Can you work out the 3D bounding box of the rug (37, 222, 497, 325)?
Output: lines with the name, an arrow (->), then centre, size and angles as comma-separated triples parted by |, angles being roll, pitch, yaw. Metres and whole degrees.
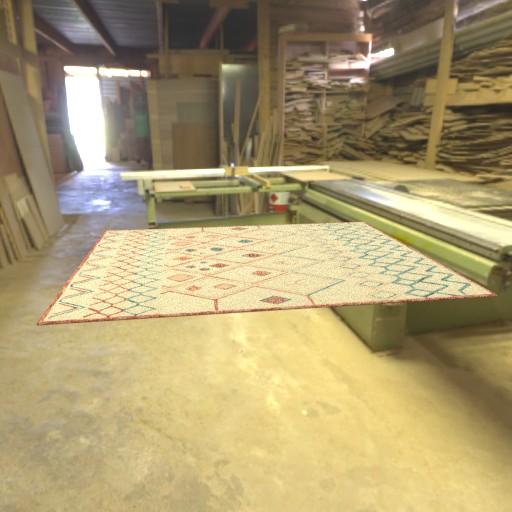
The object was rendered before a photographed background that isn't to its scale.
rug -> 0.000, 0.000, 4.039 | 3.050, 0.016, 2.441 | -3, 17, -8
